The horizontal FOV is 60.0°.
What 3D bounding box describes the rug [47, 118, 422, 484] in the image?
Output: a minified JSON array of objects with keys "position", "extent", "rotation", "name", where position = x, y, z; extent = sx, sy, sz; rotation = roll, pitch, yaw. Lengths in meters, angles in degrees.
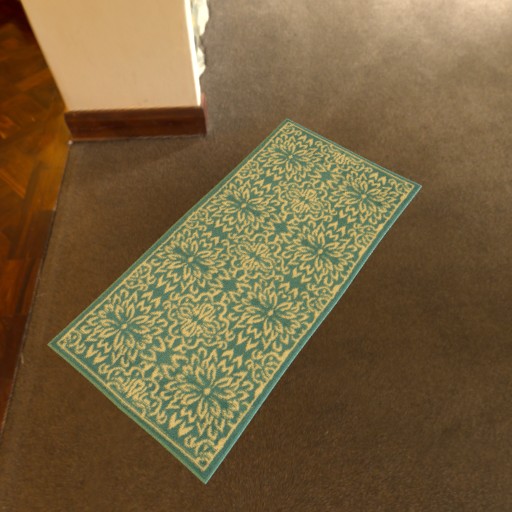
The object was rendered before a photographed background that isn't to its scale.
[{"position":[0.000,0.000,1.453],"extent":[0.604,0.007,1.219],"rotation":[32,63,19],"name":"rug"}]
